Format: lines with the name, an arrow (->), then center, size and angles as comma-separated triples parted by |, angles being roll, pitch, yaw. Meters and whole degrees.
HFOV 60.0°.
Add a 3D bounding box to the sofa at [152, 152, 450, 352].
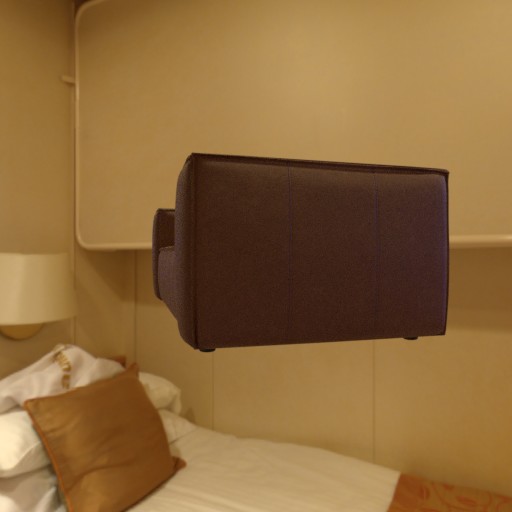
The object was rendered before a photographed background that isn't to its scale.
sofa -> 0.000, 0.000, 2.590 | 1.102, 0.703, 2.088 | 0, 0, -16
